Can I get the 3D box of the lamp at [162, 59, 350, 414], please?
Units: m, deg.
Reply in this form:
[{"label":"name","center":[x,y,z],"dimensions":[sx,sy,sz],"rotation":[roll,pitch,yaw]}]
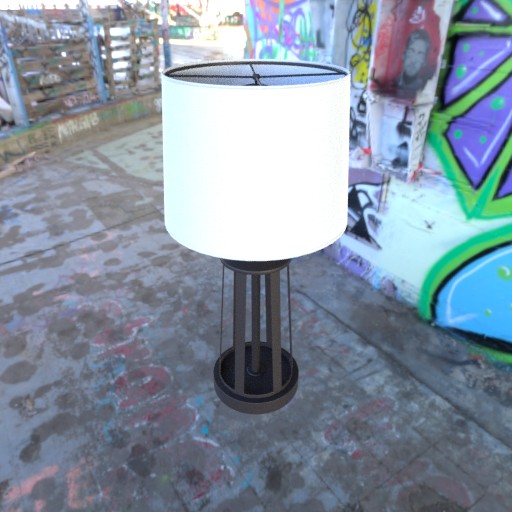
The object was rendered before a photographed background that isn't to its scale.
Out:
[{"label":"lamp","center":[0.000,0.000,0.653],"dimensions":[0.251,0.509,0.251],"rotation":[0,30,0]}]
